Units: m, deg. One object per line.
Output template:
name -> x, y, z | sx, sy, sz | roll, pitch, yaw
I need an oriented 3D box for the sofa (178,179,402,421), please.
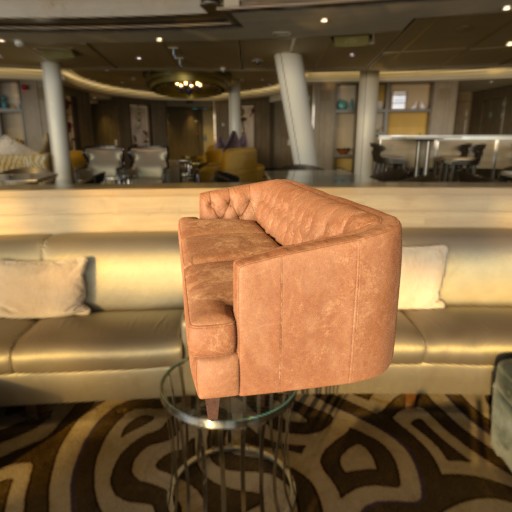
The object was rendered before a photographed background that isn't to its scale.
sofa -> 0.000, 0.000, 2.743 | 0.922, 0.791, 2.257 | -3, 15, -10
